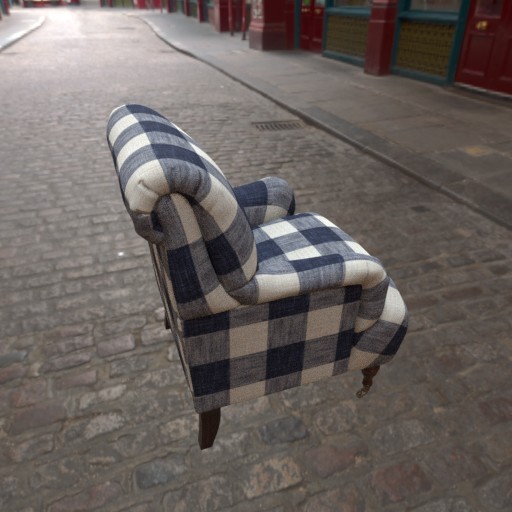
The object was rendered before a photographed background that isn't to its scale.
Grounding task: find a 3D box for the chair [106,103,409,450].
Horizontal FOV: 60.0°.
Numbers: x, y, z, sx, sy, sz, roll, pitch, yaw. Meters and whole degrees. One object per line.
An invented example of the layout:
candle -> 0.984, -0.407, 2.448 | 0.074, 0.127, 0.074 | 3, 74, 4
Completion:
chair -> 0.000, 0.000, 1.555 | 0.848, 0.953, 0.781 | -10, 32, -17
